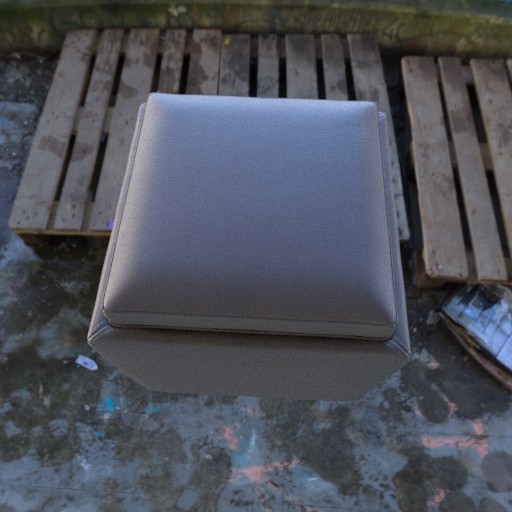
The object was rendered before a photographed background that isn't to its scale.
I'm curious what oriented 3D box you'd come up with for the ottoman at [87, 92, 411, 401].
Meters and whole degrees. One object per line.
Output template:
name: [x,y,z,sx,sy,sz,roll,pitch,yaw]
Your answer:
ottoman: [0.000,0.000,0.821,0.450,0.460,0.451,3,64,1]
